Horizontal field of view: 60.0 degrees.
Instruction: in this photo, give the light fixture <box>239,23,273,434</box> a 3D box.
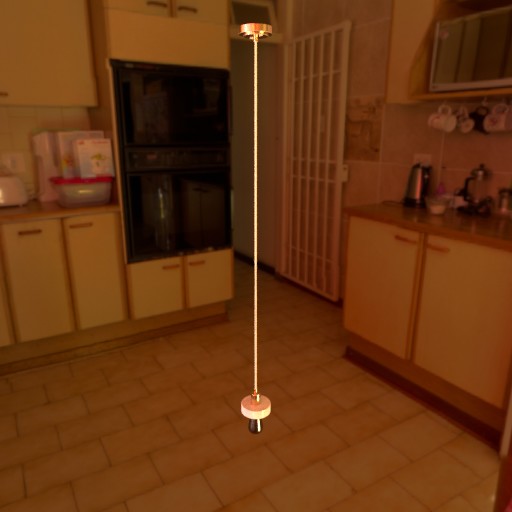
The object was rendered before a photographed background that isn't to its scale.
[{"bbox_3d":[0.000,0.000,1.784,0.129,1.669,0.129,8,18,27],"label":"light fixture"}]
